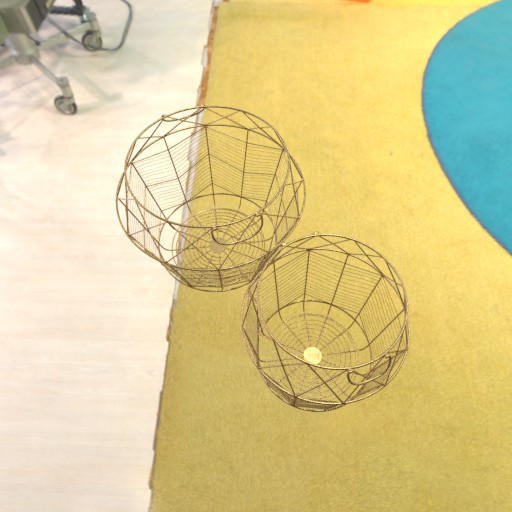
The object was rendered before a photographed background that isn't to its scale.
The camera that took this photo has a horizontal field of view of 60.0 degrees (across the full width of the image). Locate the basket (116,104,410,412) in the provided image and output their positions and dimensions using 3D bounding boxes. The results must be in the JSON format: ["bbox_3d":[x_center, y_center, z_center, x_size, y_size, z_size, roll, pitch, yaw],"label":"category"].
[{"bbox_3d":[0.000,0.000,1.046,0.451,0.343,0.805,-33,63,-19],"label":"basket"}]
